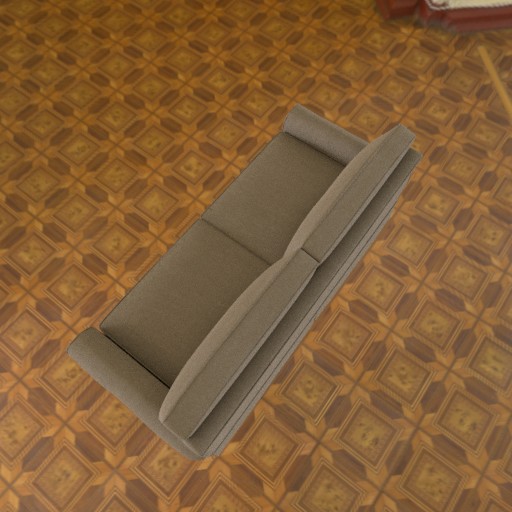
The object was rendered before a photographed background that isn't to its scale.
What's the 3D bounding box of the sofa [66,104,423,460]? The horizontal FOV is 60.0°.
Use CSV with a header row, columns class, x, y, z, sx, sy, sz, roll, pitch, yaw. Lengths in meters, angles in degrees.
class,x,y,z,sx,sy,sz,roll,pitch,yaw
sofa,0.000,0.000,2.735,0.991,0.943,2.248,34,69,15
